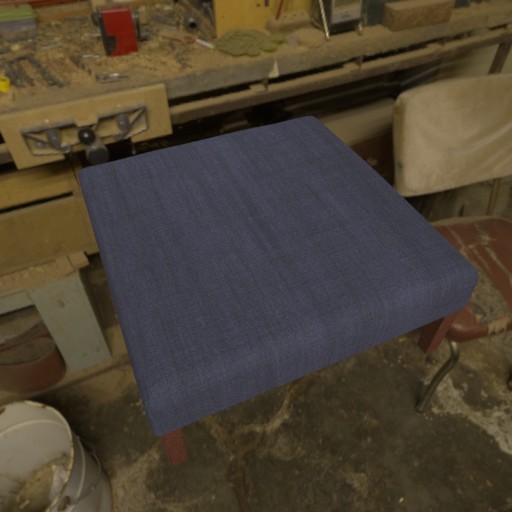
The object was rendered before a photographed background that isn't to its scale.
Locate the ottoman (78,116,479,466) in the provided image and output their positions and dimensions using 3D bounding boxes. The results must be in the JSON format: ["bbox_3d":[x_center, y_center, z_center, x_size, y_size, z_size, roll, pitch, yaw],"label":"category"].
[{"bbox_3d":[0.000,0.000,1.403,0.889,0.411,0.890,-18,49,-16],"label":"ottoman"}]
